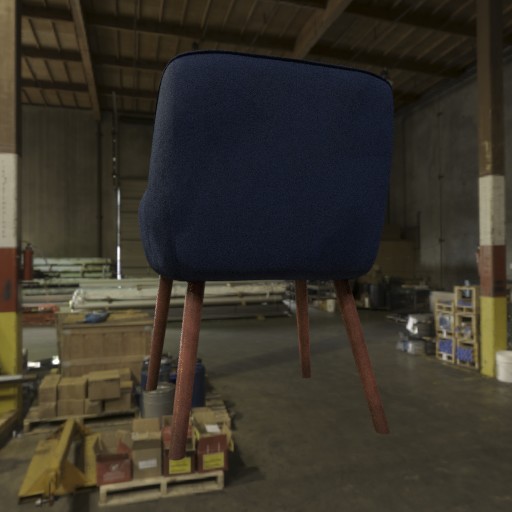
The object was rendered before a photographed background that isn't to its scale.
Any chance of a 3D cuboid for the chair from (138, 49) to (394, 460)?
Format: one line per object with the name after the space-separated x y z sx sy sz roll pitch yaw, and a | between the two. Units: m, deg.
0.000 0.000 1.195 0.600 0.820 0.600 0 -1 -16 | chair
